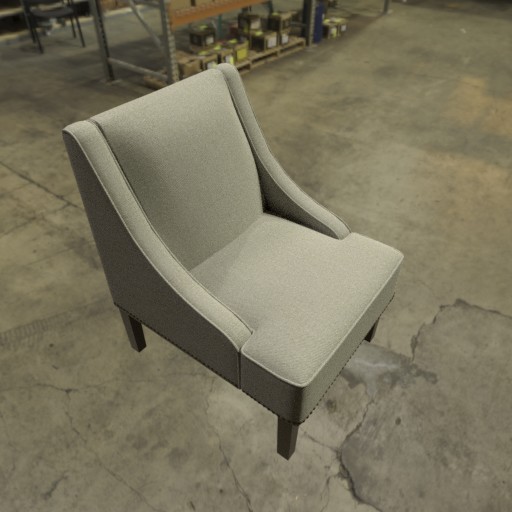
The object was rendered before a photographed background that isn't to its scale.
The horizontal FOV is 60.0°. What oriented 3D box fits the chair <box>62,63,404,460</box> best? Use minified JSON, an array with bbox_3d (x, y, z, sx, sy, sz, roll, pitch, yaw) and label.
[{"bbox_3d":[0.000,0.000,1.373,0.748,0.872,0.628,26,47,27],"label":"chair"}]
